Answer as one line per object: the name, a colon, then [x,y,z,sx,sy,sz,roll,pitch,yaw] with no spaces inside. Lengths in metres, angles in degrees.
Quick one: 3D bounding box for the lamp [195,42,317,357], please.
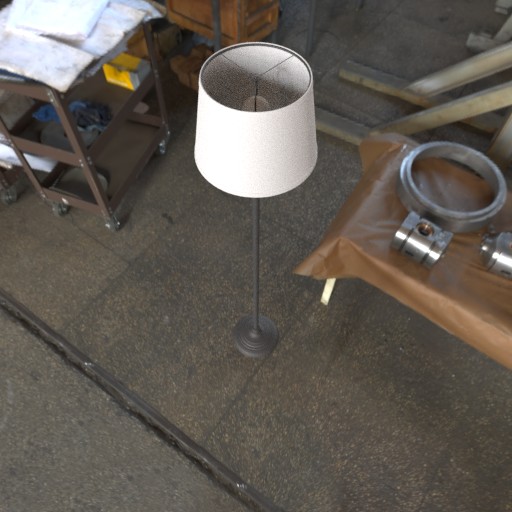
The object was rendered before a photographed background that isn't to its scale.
lamp: [0.000,0.000,1.625,0.327,1.506,0.327,1,58,1]
